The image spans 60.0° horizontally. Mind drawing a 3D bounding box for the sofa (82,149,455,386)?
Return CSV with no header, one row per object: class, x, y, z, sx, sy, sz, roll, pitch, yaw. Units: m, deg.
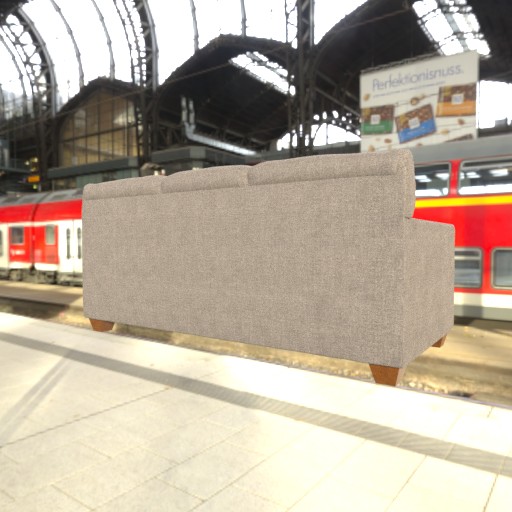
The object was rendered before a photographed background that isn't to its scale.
sofa,0.000,0.000,2.610,2.024,0.958,0.997,1,2,35
